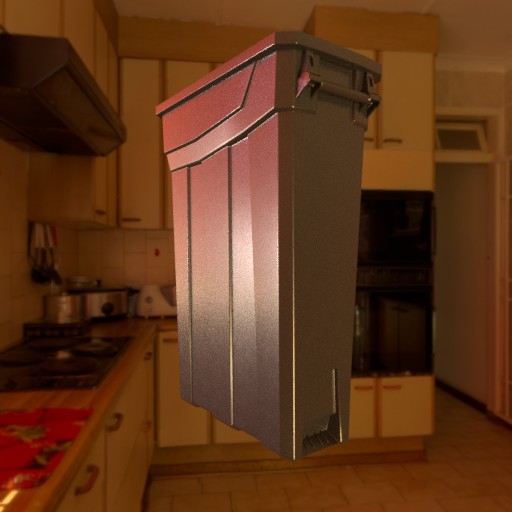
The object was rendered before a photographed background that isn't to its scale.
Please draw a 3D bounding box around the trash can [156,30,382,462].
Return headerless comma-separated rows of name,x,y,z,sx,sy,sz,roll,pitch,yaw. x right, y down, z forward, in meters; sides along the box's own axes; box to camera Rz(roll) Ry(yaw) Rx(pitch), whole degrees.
trash can,0.000,0.000,1.027,0.281,0.762,0.559,0,1,-37
